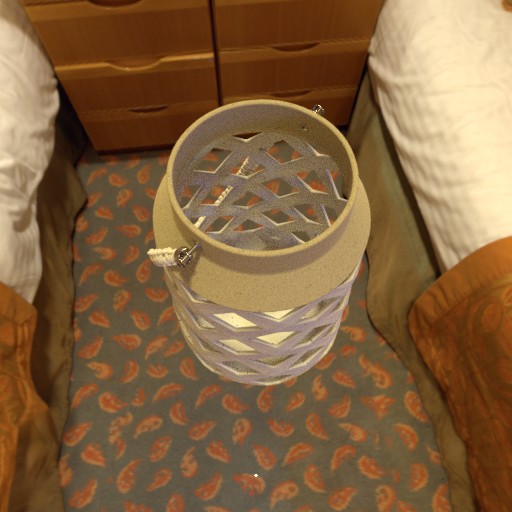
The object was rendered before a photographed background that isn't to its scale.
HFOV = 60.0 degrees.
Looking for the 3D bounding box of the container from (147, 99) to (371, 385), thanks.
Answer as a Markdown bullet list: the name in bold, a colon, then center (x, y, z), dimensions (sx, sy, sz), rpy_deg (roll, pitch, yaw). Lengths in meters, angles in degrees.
- **container**: center (0.000, 0.000, 0.407), dimensions (0.198, 0.264, 0.188), rpy_deg (34, 68, 15)
